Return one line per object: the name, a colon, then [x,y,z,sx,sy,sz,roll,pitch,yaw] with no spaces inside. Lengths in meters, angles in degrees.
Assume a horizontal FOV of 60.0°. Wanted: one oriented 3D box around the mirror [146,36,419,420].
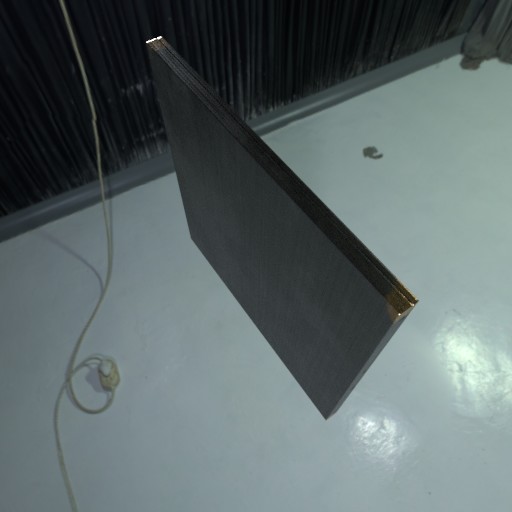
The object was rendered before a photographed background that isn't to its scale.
mirror: [0.000,0.000,0.557,0.020,0.381,0.382,-31,64,-17]
